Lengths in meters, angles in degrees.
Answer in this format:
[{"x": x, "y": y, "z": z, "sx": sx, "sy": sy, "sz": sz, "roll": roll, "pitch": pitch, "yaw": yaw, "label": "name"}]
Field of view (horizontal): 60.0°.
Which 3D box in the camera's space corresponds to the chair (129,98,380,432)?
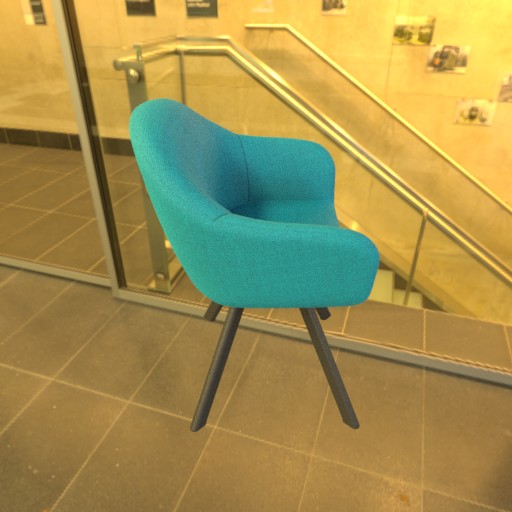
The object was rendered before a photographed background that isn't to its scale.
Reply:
[{"x": 0.000, "y": 0.000, "z": 1.186, "sx": 0.550, "sy": 0.795, "sz": 0.590, "roll": -1, "pitch": 32, "yaw": -1, "label": "chair"}]
